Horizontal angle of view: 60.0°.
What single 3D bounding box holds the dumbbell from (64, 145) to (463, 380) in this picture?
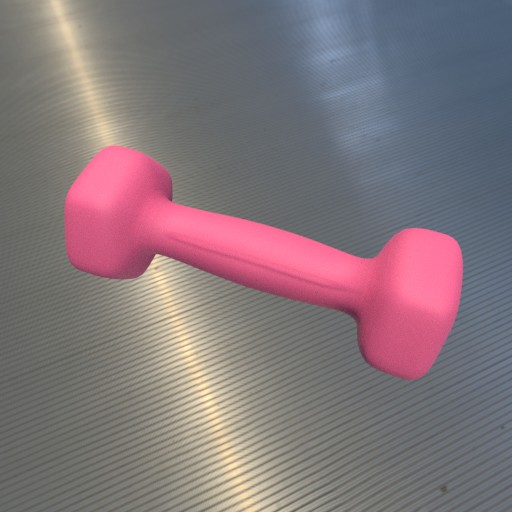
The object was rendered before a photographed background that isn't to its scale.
[{"bbox_3d":[0.000,0.000,0.173,0.146,0.053,0.058,17,59,11],"label":"dumbbell"}]
